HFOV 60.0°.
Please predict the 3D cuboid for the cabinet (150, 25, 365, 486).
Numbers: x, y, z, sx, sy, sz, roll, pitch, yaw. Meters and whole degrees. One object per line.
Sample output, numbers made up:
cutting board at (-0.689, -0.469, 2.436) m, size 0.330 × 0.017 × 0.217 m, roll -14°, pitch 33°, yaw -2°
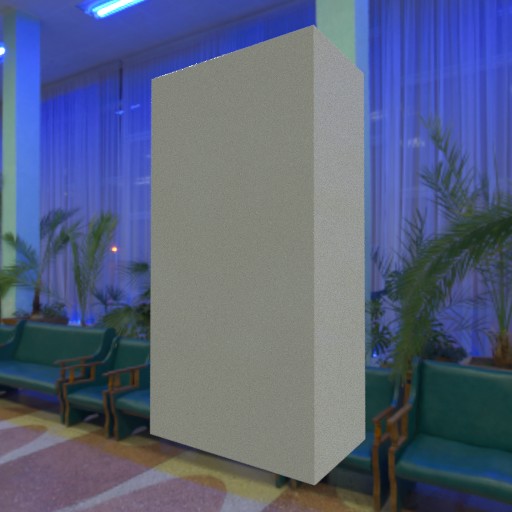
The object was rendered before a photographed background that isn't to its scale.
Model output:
cabinet at (0.000, 0.000, 2.356) m, size 0.980 × 1.920 × 0.580 m, roll -1°, pitch -1°, yaw 34°
